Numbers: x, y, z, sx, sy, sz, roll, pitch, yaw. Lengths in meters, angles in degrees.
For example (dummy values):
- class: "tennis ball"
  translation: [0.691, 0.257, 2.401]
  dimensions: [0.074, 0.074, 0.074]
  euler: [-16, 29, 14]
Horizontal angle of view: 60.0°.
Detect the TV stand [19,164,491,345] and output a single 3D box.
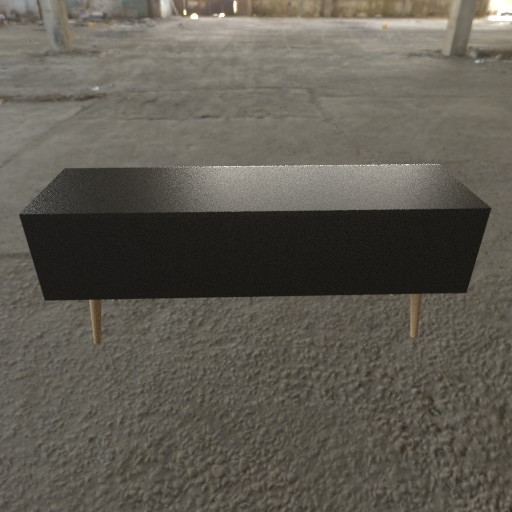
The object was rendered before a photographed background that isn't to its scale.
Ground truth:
- class: "TV stand"
  translation: [0.000, 0.000, 1.527]
  dimensions: [1.312, 0.518, 0.390]
  euler: [-1, 31, -2]
